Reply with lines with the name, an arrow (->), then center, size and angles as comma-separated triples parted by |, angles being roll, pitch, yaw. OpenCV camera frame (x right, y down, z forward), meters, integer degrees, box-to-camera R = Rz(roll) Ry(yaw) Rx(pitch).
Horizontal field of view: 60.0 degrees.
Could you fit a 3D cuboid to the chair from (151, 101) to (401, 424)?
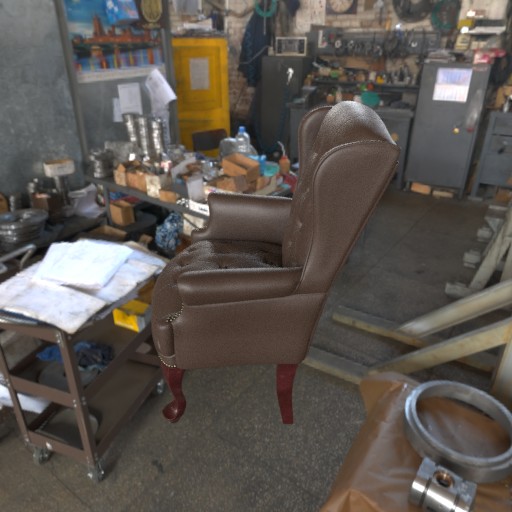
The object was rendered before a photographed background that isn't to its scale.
chair -> 0.000, 0.000, 1.718 | 0.819, 1.132, 0.829 | 1, 27, 1
